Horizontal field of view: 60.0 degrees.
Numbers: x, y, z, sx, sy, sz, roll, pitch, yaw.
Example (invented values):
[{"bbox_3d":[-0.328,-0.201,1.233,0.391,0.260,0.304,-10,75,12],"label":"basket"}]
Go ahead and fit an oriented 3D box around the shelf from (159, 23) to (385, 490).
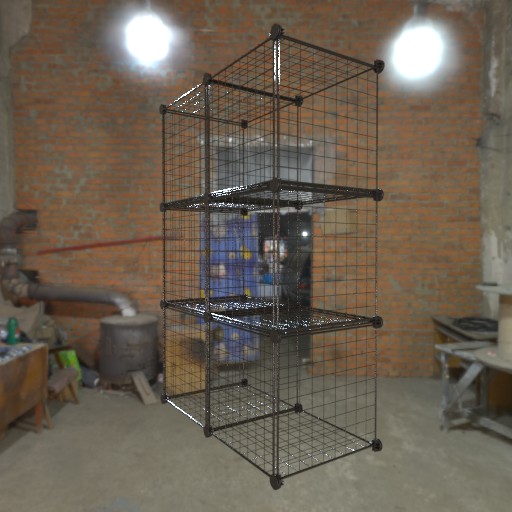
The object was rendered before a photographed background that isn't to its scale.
[{"bbox_3d":[0.000,0.000,1.396,0.356,1.067,0.711,-1,1,-34],"label":"shelf"}]
